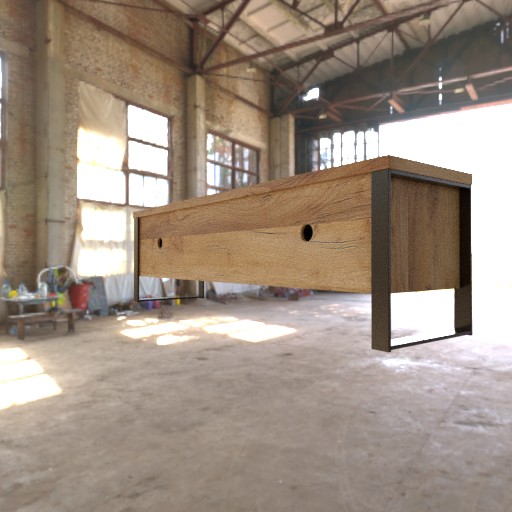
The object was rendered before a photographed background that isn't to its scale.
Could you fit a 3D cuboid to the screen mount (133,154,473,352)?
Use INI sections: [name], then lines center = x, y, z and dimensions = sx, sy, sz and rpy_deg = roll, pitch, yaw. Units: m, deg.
[screen mount]
center = 0.000, 0.000, 1.730
dimensions = 0.395, 0.450, 1.524
rpy_deg = 0, -1, -37
